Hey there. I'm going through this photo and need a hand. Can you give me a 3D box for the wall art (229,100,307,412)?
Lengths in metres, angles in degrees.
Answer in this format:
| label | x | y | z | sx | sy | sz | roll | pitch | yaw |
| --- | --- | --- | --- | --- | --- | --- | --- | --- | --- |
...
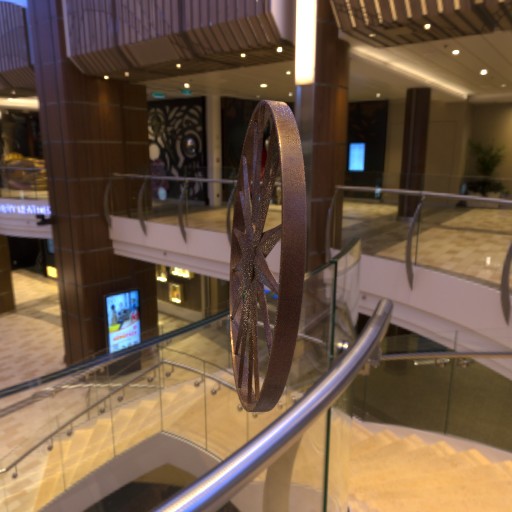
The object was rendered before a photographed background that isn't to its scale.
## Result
| label | x | y | z | sx | sy | sz | roll | pitch | yaw |
| --- | --- | --- | --- | --- | --- | --- | --- | --- | --- |
| wall art | 0.000 | 0.000 | 0.877 | 0.084 | 0.583 | 0.582 | -2 | 13 | -9 |
